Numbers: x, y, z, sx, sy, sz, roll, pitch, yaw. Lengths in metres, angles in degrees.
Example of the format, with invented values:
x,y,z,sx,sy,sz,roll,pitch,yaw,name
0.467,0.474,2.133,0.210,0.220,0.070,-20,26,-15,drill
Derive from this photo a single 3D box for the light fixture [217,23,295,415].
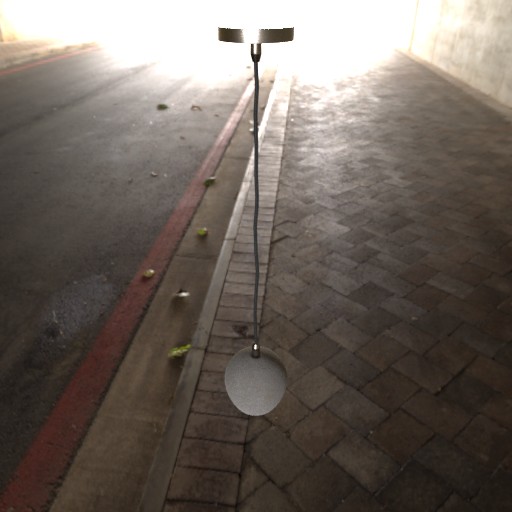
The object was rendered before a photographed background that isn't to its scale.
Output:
x,y,z,sx,sy,sz,roll,pitch,yaw,name
0.000,0.000,0.828,0.139,0.764,0.139,21,37,32,light fixture
